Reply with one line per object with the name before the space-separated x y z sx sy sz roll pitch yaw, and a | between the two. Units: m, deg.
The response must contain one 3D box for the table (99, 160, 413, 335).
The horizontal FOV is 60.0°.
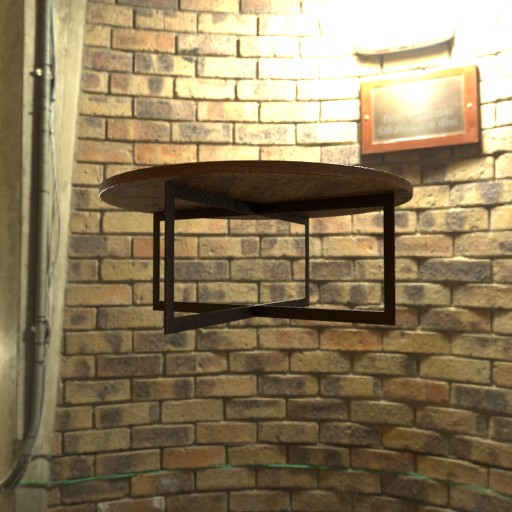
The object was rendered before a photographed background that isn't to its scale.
table | 0.000 0.000 1.885 1.264 0.516 1.264 0 -1 0
